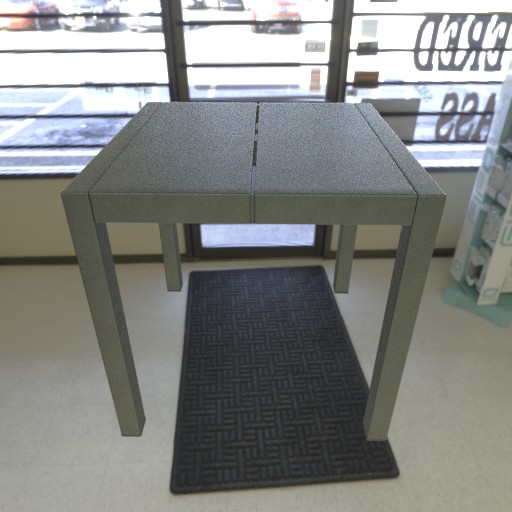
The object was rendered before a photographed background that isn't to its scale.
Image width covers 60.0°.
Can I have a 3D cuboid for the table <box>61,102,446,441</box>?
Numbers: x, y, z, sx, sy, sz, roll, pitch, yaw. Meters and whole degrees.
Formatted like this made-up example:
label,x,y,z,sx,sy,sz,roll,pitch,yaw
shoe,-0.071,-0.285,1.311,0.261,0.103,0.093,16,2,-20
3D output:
label,x,y,z,sx,sy,sz,roll,pitch,yaw
table,0.000,0.000,0.927,0.508,0.508,0.508,1,32,1
